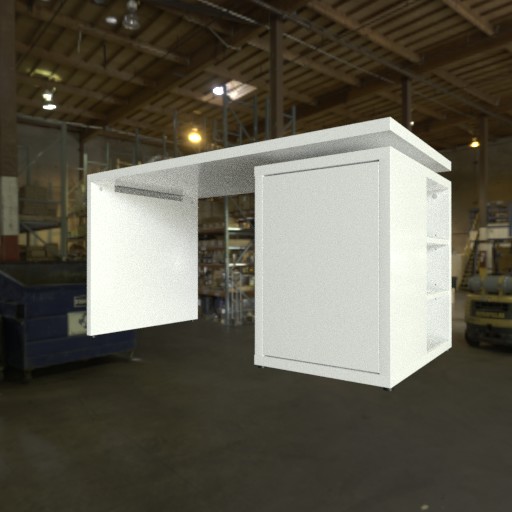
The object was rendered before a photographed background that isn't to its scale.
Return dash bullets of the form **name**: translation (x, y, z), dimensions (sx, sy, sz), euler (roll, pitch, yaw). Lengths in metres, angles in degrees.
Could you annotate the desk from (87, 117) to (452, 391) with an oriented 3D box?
- **desk**: translation (0.000, 0.000, 1.880), dimensions (1.400, 0.740, 0.690), euler (0, 0, 36)
